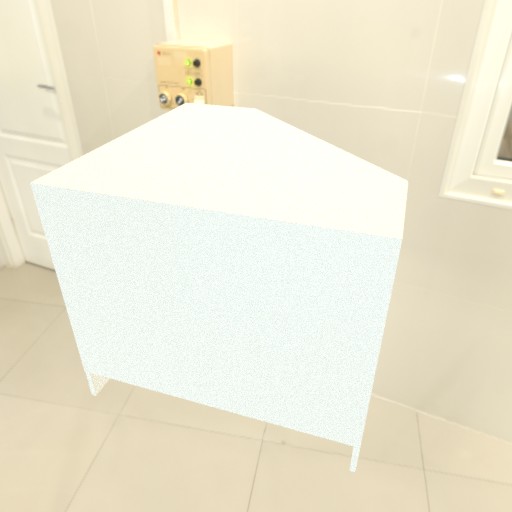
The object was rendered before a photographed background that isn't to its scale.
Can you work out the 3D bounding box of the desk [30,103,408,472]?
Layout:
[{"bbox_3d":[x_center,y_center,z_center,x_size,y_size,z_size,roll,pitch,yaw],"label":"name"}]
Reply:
[{"bbox_3d":[0.000,0.000,1.624,0.940,0.818,0.926,10,33,15],"label":"desk"}]
